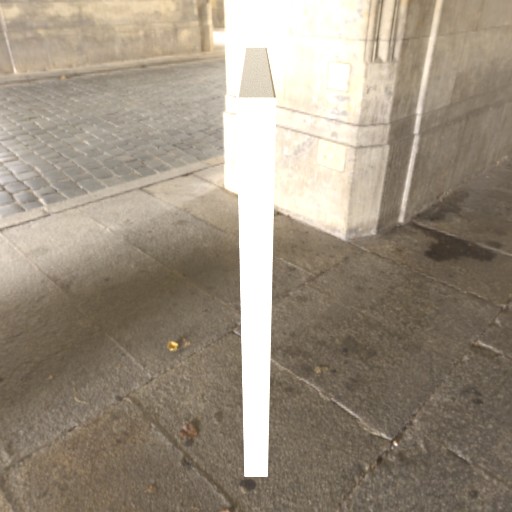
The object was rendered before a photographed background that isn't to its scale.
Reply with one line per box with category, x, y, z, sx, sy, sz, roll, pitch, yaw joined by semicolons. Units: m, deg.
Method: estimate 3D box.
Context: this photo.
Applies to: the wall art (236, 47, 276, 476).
wall art;0.000;0.000;0.762;0.038;0.608;0.418;0;31;0
